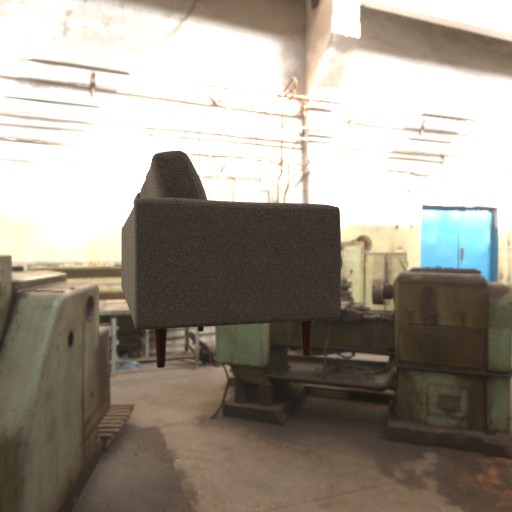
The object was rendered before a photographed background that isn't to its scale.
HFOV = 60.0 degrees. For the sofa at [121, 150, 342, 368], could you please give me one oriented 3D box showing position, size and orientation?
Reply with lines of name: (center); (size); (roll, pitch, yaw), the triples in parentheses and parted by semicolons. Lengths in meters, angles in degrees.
sofa: (0.000, 0.000, 2.947); (1.667, 0.957, 2.055); (0, 1, -18)
